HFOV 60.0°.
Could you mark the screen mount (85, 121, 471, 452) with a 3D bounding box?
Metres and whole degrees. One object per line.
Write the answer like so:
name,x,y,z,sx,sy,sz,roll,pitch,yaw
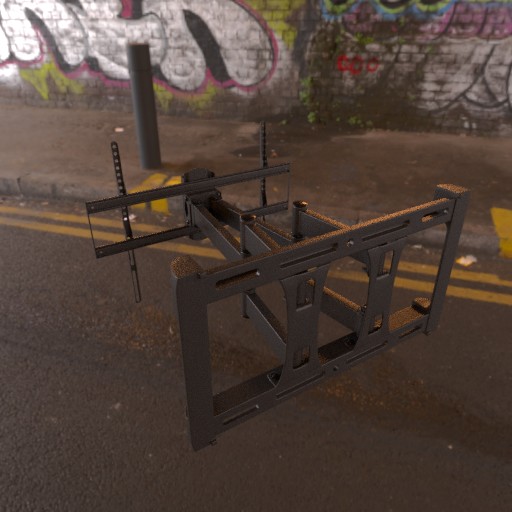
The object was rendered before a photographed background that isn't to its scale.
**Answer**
screen mount,0.000,0.000,1.099,0.661,0.491,0.644,-17,33,-28
